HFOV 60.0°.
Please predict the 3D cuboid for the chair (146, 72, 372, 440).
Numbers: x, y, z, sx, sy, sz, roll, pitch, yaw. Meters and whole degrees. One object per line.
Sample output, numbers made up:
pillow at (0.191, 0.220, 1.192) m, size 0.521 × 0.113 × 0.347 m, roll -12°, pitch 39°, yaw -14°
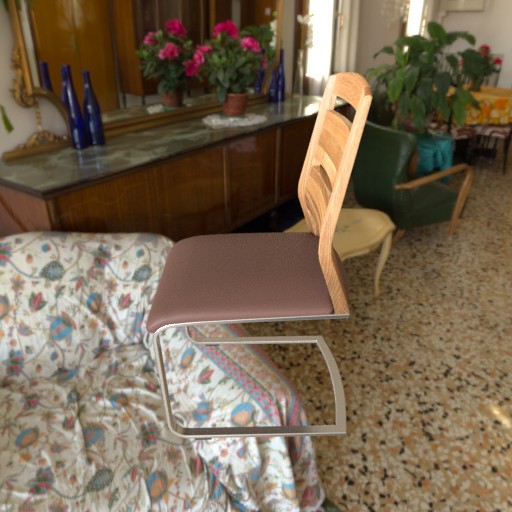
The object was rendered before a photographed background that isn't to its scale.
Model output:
chair at (0.000, 0.000, 1.270) m, size 0.570 × 0.970 × 0.460 m, roll -1°, pitch 27°, yaw -1°
